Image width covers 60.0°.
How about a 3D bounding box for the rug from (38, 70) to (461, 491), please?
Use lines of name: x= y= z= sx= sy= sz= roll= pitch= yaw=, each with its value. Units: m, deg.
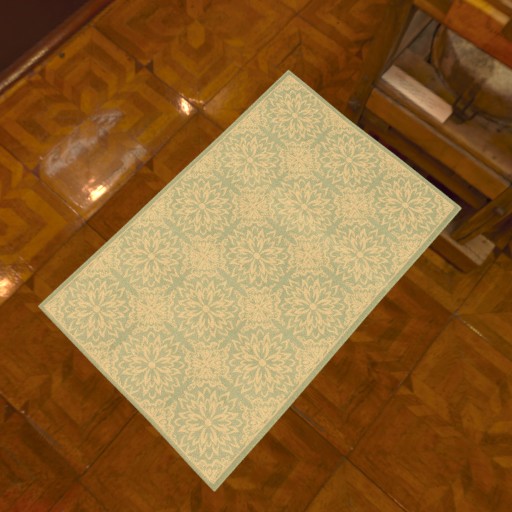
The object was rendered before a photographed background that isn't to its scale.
rug: x=0.000 y=0.000 z=3.351 sx=1.819 sy=0.018 sz=2.746 roll=42 pitch=80 yaw=10
